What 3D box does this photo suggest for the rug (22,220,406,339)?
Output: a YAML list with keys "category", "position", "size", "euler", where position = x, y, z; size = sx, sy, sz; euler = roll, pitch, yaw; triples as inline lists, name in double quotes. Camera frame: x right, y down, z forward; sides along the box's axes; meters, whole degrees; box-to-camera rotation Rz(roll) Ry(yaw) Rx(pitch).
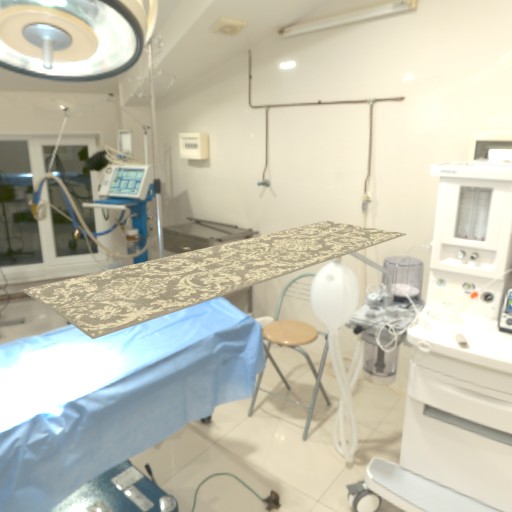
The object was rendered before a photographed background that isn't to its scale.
- category: "rug"
  position: [0.000, 0.000, 2.433]
  size: [0.662, 0.011, 2.196]
  euler: [15, 21, 43]
